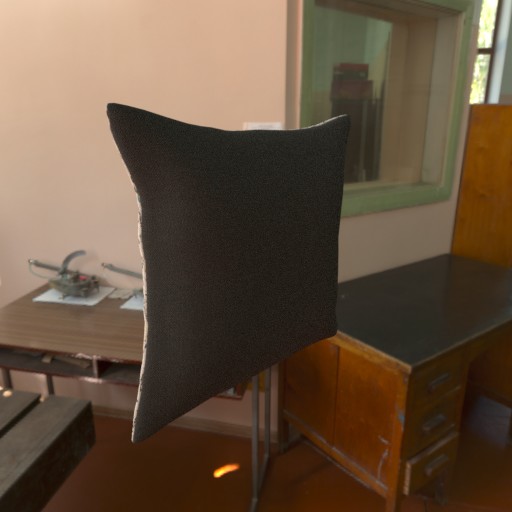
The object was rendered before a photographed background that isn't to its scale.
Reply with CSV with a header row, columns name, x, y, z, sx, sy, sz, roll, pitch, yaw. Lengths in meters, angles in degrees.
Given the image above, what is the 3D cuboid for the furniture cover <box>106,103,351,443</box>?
name,x,y,z,sx,sy,sz,roll,pitch,yaw
furniture cover,0.000,0.000,0.787,0.525,0.498,0.180,-15,22,-42
